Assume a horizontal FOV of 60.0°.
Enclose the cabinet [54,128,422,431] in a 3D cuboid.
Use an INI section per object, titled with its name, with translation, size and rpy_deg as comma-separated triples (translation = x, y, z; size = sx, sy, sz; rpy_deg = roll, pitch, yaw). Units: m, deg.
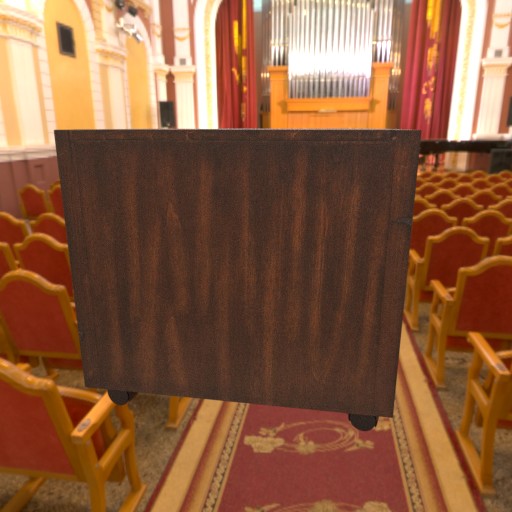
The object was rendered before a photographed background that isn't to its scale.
[cabinet]
translation = 0.000, 0.000, 0.826
size = 0.500, 0.455, 0.402
rpy_deg = 3, 16, 9
